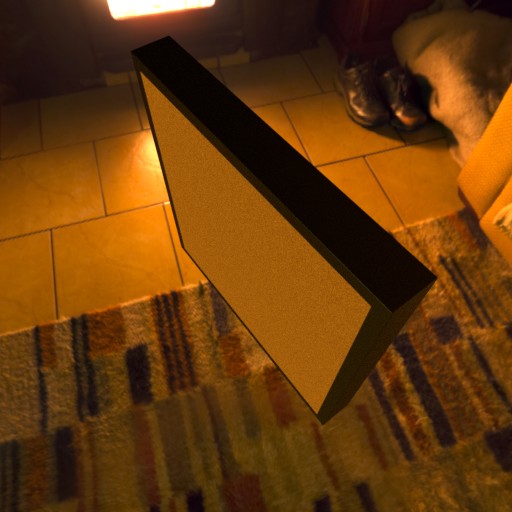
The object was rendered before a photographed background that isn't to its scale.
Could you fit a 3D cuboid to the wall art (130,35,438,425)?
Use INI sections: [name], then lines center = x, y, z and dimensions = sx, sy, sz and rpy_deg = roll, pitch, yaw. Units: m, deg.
[wall art]
center = 0.000, 0.000, 0.446
dimensions = 0.038, 0.304, 0.304
rpy_deg = -33, 63, -19
